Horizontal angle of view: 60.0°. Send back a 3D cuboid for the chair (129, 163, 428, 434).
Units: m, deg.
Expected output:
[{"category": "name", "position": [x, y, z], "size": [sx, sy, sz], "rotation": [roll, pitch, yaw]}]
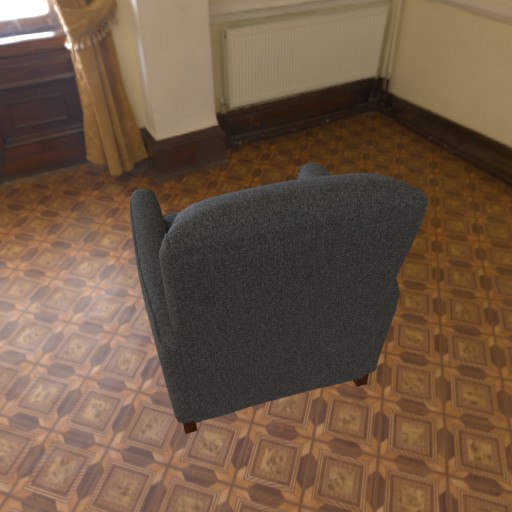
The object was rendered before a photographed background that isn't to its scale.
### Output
[{"category": "chair", "position": [0.000, 0.000, 1.621], "size": [0.839, 1.016, 0.850], "rotation": [-11, 43, -12]}]
